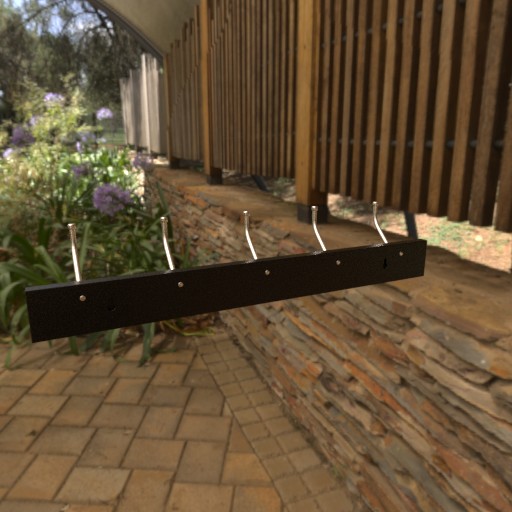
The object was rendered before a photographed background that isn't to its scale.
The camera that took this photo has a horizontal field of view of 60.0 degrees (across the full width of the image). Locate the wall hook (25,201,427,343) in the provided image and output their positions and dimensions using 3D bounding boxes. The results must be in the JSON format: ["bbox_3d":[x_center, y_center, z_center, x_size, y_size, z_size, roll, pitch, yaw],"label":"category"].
[{"bbox_3d":[0.000,0.000,0.616,0.571,0.117,0.071,-7,16,-25],"label":"wall hook"}]
